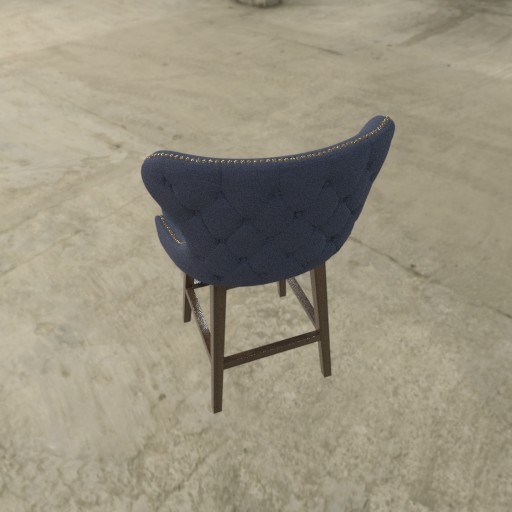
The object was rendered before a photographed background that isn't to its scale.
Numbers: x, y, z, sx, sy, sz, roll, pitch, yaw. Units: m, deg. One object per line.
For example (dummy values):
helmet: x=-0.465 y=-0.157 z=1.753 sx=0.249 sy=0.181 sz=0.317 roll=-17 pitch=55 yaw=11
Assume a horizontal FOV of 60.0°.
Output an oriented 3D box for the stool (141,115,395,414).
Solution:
stool: x=0.000 y=0.000 z=1.390 sx=0.615 sy=0.972 sz=0.597 roll=-13 pitch=42 yaw=-15
